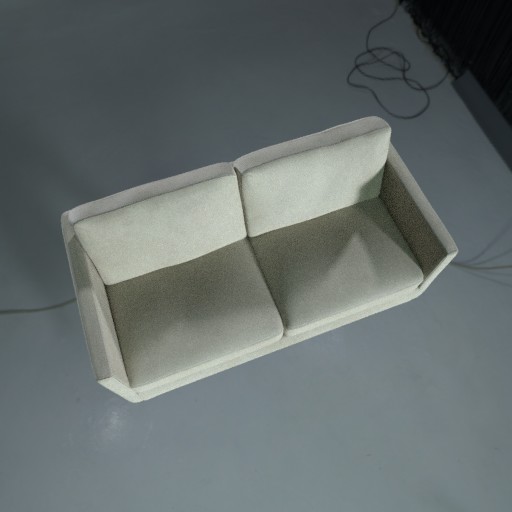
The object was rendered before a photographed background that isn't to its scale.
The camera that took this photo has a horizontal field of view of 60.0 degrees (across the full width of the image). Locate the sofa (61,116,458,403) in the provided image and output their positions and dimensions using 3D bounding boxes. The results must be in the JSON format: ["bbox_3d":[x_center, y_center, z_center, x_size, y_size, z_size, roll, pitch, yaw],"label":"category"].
[{"bbox_3d":[0.000,0.000,2.465,1.846,0.940,0.950,-19,66,-9],"label":"sofa"}]
